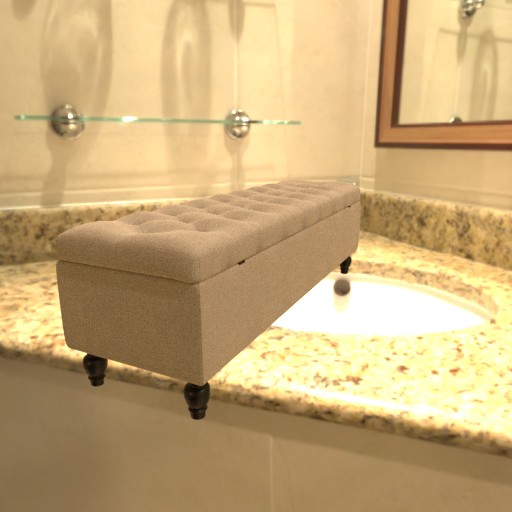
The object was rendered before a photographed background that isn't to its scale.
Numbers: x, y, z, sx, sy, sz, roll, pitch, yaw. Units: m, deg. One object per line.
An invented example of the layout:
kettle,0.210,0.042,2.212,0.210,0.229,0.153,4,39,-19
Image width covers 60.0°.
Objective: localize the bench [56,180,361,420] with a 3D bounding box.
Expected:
bench,0.000,0.000,1.721,0.455,0.467,1.480,7,17,25
